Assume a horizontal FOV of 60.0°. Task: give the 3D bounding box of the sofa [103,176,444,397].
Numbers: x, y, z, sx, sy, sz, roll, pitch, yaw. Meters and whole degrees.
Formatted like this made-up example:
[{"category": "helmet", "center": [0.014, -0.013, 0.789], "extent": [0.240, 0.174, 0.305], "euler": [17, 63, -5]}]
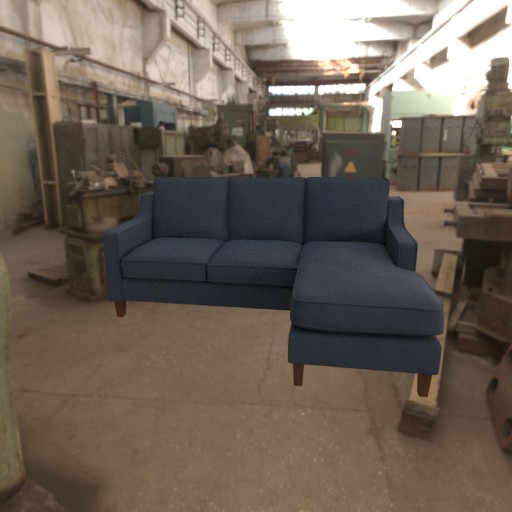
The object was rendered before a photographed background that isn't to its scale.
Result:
[{"category": "sofa", "center": [0.000, 0.000, 3.297], "extent": [2.317, 1.066, 1.858], "euler": [2, 15, 9]}]
